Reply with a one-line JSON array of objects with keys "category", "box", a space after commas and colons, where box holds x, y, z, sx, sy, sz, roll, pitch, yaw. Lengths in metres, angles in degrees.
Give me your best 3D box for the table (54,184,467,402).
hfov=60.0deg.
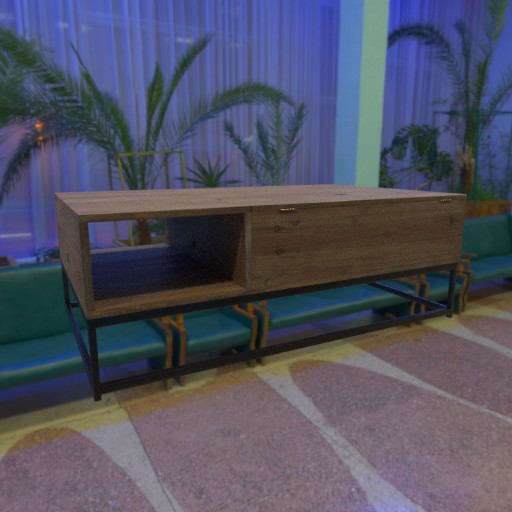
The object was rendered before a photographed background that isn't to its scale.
[{"category": "table", "box": [0.000, 0.000, 1.411, 1.101, 0.395, 0.655, -6, 14, -27]}]
